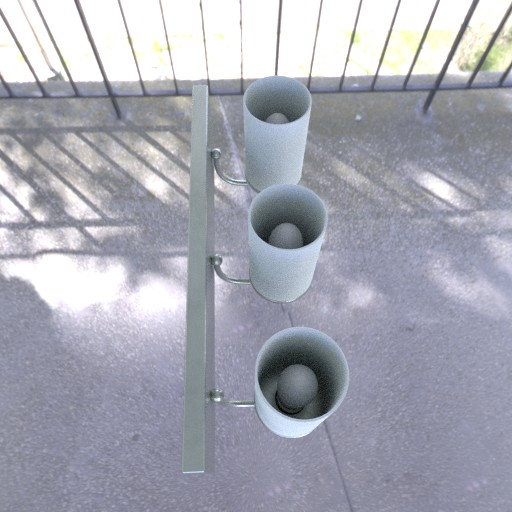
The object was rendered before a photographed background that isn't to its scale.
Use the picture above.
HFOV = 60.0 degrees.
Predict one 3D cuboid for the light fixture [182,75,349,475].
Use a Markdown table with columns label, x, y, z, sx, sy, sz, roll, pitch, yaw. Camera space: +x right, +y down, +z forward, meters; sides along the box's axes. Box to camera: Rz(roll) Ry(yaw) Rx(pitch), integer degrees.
| label | x | y | z | sx | sy | sz | roll | pitch | yaw |
| --- | --- | --- | --- | --- | --- | --- | --- | --- | --- |
| light fixture | 0.000 | 0.000 | 0.517 | 0.145 | 0.172 | 0.451 | -2 | 63 | -1 |
